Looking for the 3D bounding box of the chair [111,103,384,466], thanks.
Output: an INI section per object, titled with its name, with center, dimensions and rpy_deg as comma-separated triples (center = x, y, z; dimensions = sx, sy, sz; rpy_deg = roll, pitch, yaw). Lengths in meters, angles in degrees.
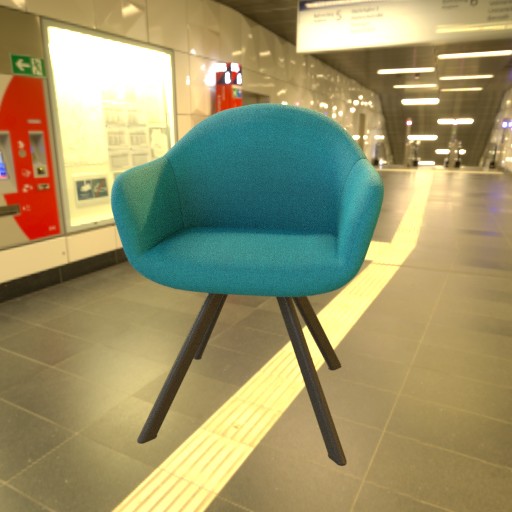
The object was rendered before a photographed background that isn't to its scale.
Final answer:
[chair]
center = 0.000, 0.000, 1.174
dimensions = 0.590, 0.795, 0.550
rpy_deg = 2, 15, 9
